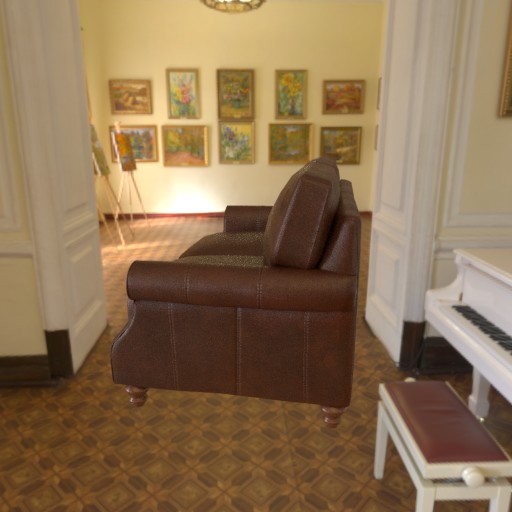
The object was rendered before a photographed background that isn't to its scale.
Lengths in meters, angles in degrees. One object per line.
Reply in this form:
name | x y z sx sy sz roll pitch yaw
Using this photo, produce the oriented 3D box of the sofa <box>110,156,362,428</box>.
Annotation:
sofa | 0.000 0.000 2.316 0.990 0.976 1.616 3 15 10
